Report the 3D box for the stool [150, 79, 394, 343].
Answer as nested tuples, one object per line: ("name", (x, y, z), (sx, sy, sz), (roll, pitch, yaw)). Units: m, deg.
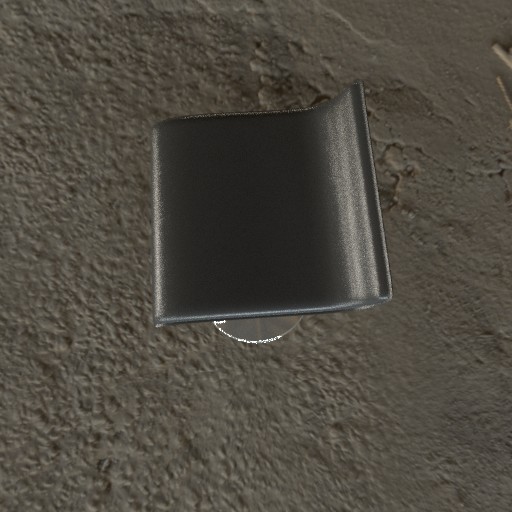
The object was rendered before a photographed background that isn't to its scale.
("stool", (0.000, 0.000, 1.097), (0.381, 0.851, 0.381), (-4, 76, -1))
